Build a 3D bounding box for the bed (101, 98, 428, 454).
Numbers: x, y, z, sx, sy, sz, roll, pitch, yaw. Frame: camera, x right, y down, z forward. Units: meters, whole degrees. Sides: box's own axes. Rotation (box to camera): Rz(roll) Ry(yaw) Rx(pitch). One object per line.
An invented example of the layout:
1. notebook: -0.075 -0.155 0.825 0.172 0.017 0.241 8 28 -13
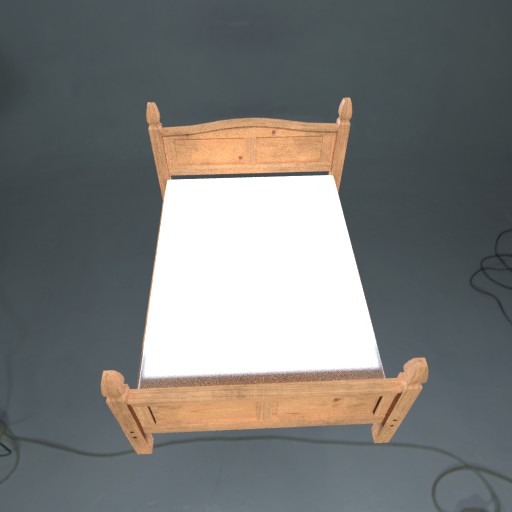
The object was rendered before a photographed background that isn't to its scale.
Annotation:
1. bed: 0.000 0.000 2.894 1.490 1.100 2.069 -2 48 -2
